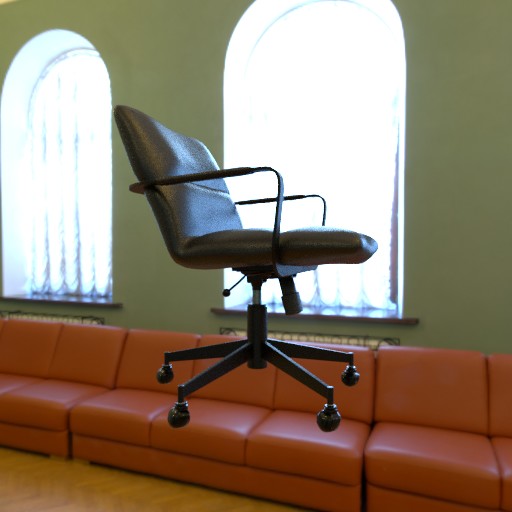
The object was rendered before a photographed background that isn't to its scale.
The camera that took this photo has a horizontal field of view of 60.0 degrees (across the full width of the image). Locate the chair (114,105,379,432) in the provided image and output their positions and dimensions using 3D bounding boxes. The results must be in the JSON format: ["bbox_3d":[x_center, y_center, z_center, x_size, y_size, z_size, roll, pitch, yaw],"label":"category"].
[{"bbox_3d":[0.000,0.000,1.458,0.748,0.922,0.719,0,1,19],"label":"chair"}]
